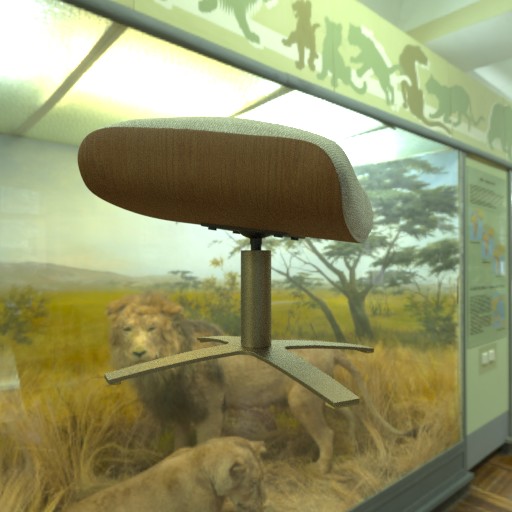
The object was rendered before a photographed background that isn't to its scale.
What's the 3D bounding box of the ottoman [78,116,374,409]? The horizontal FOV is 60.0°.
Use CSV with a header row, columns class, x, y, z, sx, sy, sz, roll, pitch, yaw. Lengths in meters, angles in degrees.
class,x,y,z,sx,sy,sz,roll,pitch,yaw
ottoman,0.000,0.000,0.801,0.394,0.391,0.520,0,0,18
